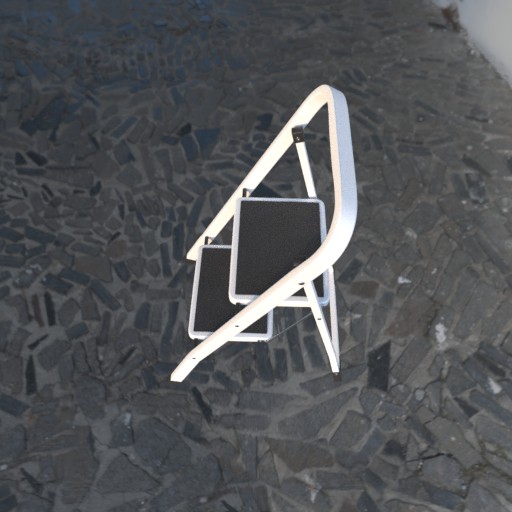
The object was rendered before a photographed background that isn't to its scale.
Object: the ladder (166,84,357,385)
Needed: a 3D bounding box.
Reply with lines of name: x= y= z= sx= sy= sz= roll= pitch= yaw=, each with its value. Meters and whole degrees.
ladder: x=0.000 y=0.000 z=1.136 sx=0.544 sy=0.810 sz=0.460 roll=2 pitch=59 yaw=1
